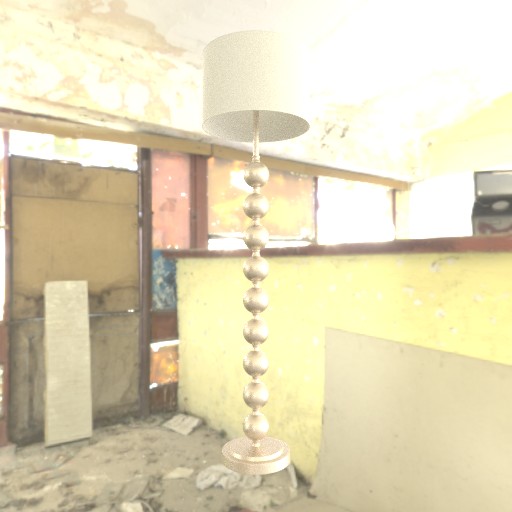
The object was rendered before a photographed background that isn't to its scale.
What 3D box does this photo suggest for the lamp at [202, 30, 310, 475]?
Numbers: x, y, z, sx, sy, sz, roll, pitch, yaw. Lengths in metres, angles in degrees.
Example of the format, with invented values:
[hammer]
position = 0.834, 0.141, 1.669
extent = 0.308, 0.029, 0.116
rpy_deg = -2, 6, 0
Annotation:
[lamp]
position = 0.000, 0.000, 1.624
extent = 0.394, 1.474, 0.394
rpy_deg = 0, -1, -18
